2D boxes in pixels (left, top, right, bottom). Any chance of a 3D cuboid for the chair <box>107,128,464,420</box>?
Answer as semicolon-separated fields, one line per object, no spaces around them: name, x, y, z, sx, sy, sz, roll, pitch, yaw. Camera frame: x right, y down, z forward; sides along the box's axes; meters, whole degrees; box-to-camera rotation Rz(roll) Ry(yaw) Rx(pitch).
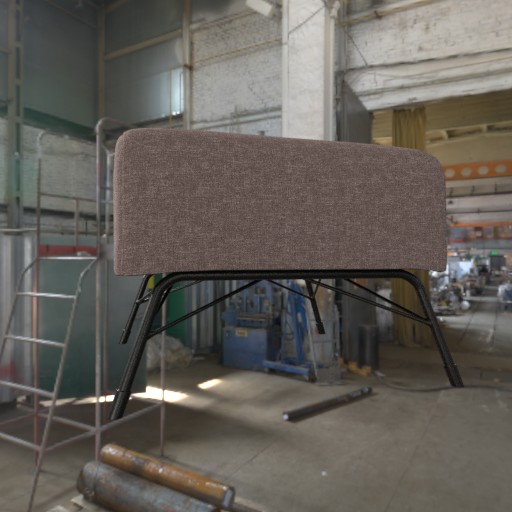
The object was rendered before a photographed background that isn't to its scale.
chair;0.000;0.000;0.872;0.530;0.410;0.530;0;-1;-16
